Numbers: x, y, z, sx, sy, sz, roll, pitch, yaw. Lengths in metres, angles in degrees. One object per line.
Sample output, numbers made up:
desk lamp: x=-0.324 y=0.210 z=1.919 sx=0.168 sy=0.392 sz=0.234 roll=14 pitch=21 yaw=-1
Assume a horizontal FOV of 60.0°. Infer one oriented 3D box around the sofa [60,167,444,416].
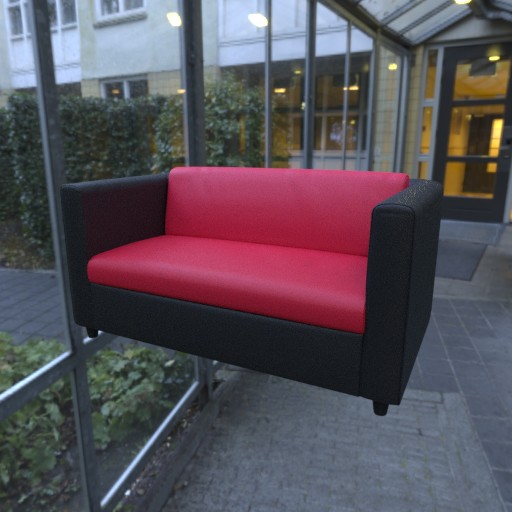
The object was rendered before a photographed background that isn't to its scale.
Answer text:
sofa: x=0.000 y=0.000 z=1.944 sx=1.410 sy=0.735 sz=0.845 roll=7 pitch=16 yaw=26
